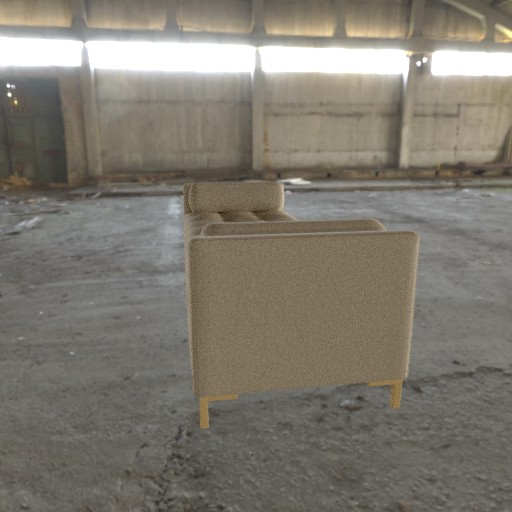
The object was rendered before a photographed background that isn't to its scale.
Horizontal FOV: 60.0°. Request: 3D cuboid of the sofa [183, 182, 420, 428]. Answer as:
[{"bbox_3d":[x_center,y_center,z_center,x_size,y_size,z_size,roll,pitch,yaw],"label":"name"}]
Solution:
[{"bbox_3d":[0.000,0.000,2.341,0.746,0.641,1.985,-2,14,-9],"label":"sofa"}]
